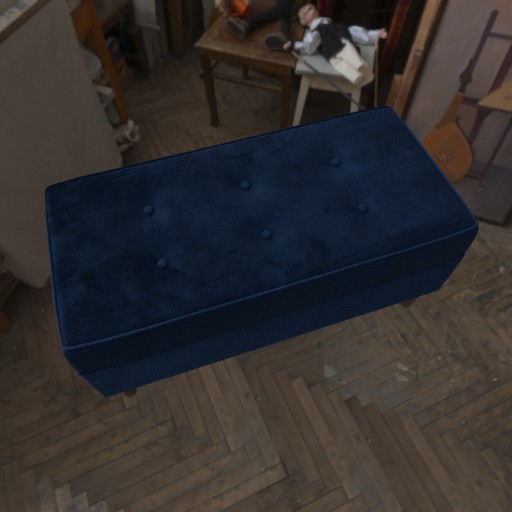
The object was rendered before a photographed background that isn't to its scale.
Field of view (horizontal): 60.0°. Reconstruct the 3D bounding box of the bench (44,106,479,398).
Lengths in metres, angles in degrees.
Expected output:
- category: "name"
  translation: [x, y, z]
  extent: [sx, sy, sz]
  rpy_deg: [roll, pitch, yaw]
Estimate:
- category: "bench"
  translation: [0.000, 0.000, 1.283]
  extent: [1.010, 0.467, 0.489]
  rpy_deg: [-16, 59, -10]
